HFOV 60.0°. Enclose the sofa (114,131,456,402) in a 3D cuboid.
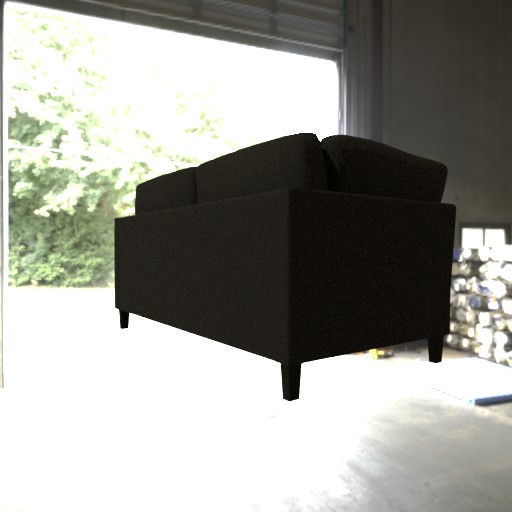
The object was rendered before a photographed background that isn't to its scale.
[{"bbox_3d":[0.000,0.000,2.367,0.969,0.920,1.751,-1,1,-36],"label":"sofa"}]
